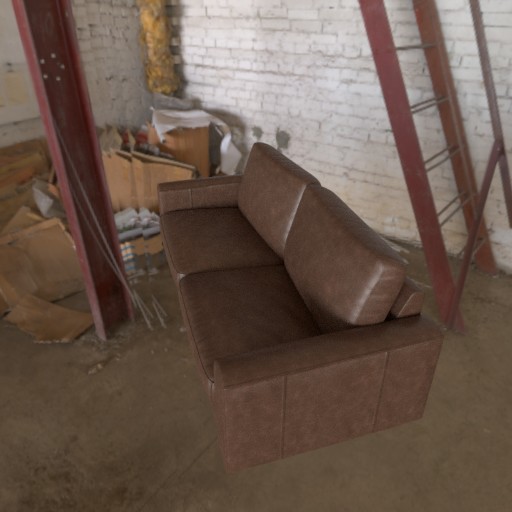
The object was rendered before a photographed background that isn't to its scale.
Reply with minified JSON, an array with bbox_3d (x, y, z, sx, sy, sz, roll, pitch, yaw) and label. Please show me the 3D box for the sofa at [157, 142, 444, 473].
[{"bbox_3d":[0.000,0.000,2.707,1.016,0.873,2.179,-9,32,-15],"label":"sofa"}]
